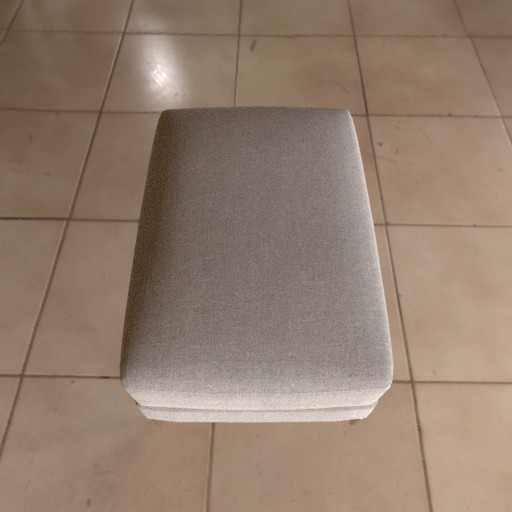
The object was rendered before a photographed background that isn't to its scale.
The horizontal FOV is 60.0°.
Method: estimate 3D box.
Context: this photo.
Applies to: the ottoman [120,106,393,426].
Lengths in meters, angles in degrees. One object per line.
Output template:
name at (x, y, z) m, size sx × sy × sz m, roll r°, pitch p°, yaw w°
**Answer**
ottoman at (0.000, 0.000, 1.225) m, size 0.584 × 0.457 × 0.838 m, roll 0°, pitch 59°, yaw 0°
